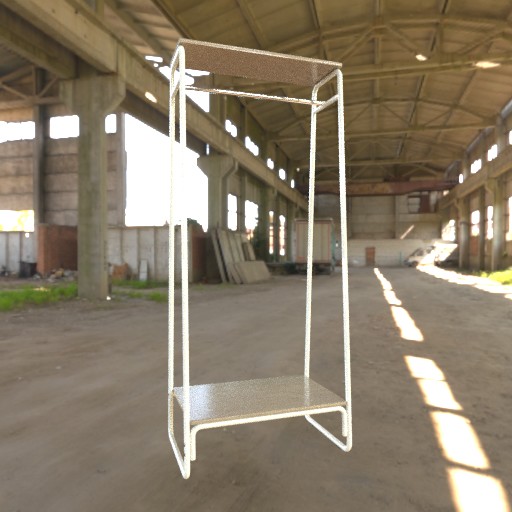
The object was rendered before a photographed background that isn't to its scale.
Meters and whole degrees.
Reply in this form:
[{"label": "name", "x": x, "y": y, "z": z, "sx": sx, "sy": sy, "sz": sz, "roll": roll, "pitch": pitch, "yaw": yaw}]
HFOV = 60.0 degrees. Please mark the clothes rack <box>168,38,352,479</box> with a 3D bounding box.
[{"label": "clothes rack", "x": 0.000, "y": 0.000, "z": 1.751, "sx": 0.640, "sy": 1.512, "sz": 0.400, "roll": 0, "pitch": 1, "yaw": -19}]
